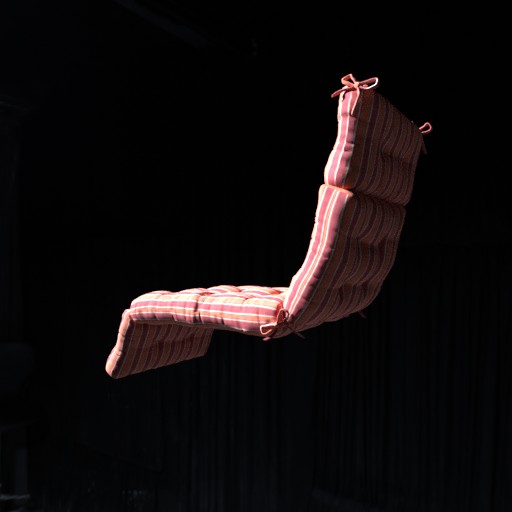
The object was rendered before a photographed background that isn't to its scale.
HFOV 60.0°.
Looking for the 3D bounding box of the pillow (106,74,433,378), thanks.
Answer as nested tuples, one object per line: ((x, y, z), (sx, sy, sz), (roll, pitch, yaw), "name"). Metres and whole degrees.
((0.000, 0.000, 1.482), (1.016, 0.863, 0.526), (0, 0, 35), "pillow")
